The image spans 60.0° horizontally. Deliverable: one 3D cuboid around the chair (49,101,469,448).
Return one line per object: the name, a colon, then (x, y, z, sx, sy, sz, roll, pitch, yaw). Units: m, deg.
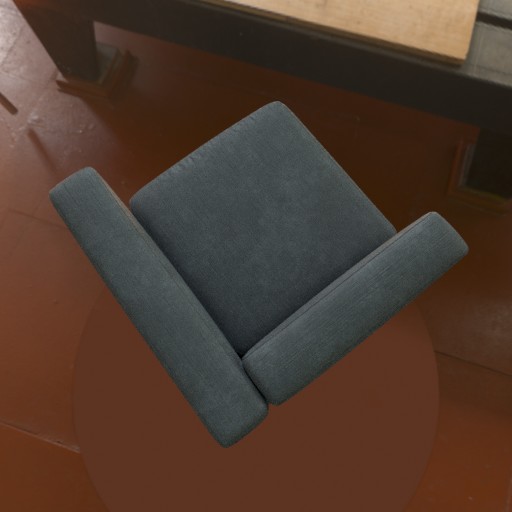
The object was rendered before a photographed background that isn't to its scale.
chair: (0.000, 0.000, 1.234, 0.680, 0.660, 0.680, -37, 78, -9)
